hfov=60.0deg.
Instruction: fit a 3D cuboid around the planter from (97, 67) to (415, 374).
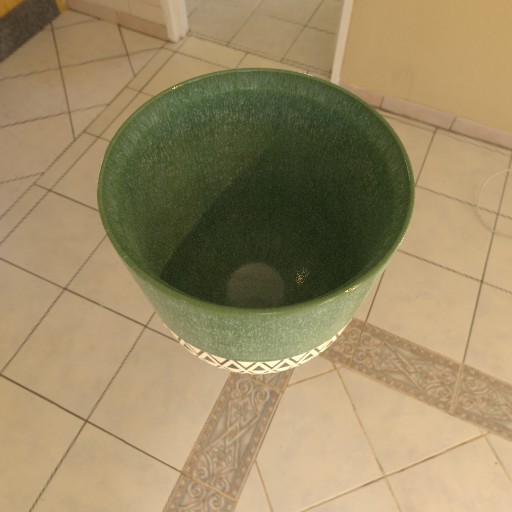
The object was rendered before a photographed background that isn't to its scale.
[{"bbox_3d":[0.000,0.000,0.367,0.195,0.214,0.195,0,60,0],"label":"planter"}]
